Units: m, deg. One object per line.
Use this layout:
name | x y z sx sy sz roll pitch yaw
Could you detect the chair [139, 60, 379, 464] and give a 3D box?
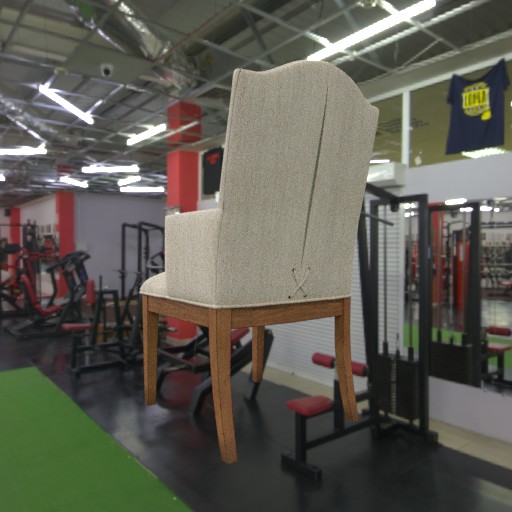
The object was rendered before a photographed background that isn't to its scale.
chair | 0.000 0.000 1.399 0.533 1.016 0.641 -1 1 -36
